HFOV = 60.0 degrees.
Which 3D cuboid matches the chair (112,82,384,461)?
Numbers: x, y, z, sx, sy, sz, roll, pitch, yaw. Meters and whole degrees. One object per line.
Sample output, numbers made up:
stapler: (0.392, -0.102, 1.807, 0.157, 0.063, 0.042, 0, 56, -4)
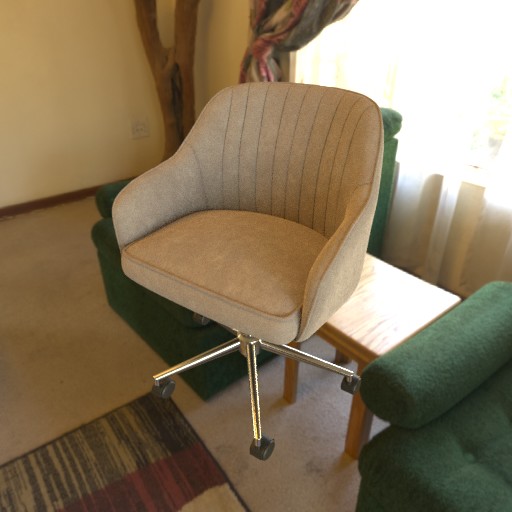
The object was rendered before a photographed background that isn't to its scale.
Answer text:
chair: (0.000, 0.000, 1.233, 0.635, 0.831, 0.573, 19, 35, 30)
